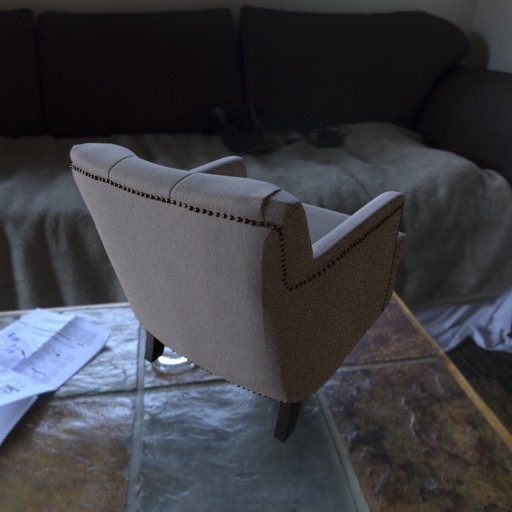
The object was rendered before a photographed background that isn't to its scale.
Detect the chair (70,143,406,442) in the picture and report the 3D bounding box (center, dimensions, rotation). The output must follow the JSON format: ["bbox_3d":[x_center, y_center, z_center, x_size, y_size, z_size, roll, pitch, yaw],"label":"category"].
[{"bbox_3d":[0.000,0.000,1.479,0.737,0.823,0.902,20,35,31],"label":"chair"}]
